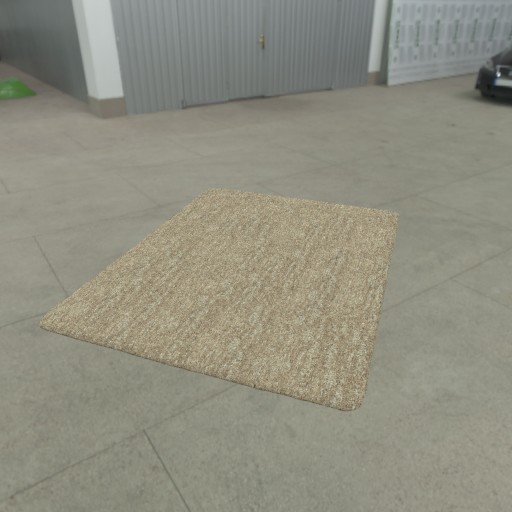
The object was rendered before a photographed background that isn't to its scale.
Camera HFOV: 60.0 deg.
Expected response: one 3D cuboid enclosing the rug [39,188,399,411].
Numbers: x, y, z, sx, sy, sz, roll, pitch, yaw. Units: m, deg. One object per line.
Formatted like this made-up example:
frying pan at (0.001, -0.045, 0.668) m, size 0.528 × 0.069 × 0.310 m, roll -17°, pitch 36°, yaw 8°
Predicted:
rug at (0.000, 0.000, 3.874) m, size 2.242 × 0.050 × 2.873 m, roll 10°, pitch 31°, yaw 17°
